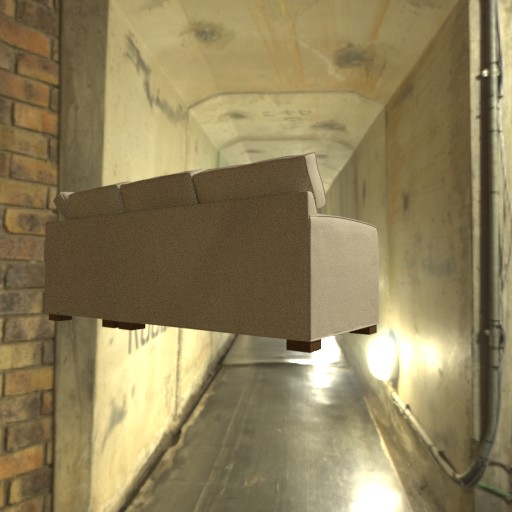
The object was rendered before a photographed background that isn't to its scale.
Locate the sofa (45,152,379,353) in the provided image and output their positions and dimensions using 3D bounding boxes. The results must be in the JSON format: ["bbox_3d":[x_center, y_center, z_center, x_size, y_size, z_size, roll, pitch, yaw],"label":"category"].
[{"bbox_3d":[0.000,0.000,3.435,2.182,0.939,2.189,-1,-2,36],"label":"sofa"}]
